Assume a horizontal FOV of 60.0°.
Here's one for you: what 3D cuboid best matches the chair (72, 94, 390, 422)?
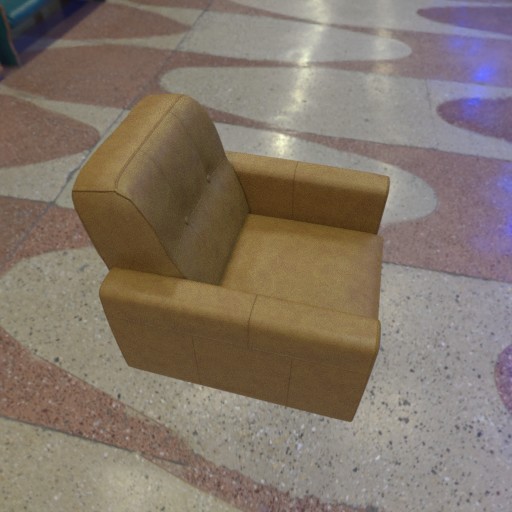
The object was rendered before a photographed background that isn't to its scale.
[{"bbox_3d":[0.000,0.000,1.659,0.942,0.968,0.845,10,47,9],"label":"chair"}]
